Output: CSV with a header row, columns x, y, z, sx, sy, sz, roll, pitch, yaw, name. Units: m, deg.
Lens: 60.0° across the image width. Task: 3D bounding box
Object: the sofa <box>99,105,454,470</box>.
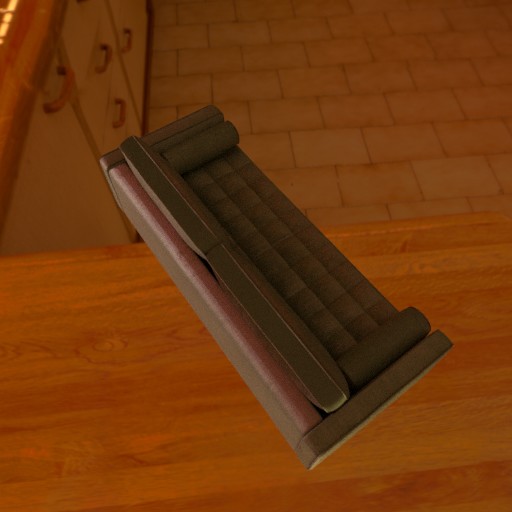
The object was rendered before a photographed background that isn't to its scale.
x,y,z,sx,sy,sz,roll,pitch,yaw,name
0.000,0.000,2.675,0.918,0.769,2.199,-32,64,-18,sofa
